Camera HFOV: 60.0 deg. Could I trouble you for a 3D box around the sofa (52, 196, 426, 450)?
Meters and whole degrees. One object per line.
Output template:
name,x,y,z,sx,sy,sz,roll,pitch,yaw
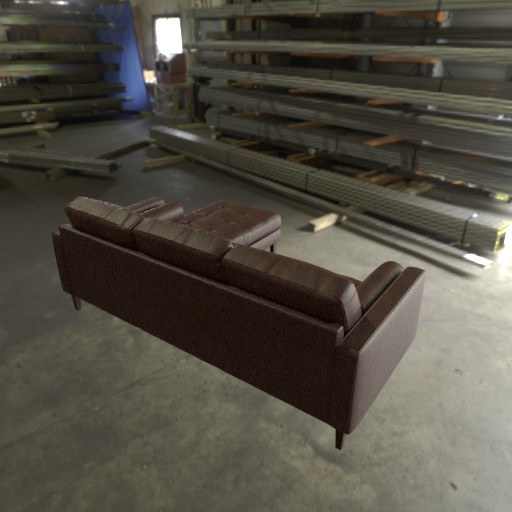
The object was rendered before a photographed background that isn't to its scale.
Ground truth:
sofa,0.000,0.000,2.986,2.185,0.841,1.613,17,31,32
